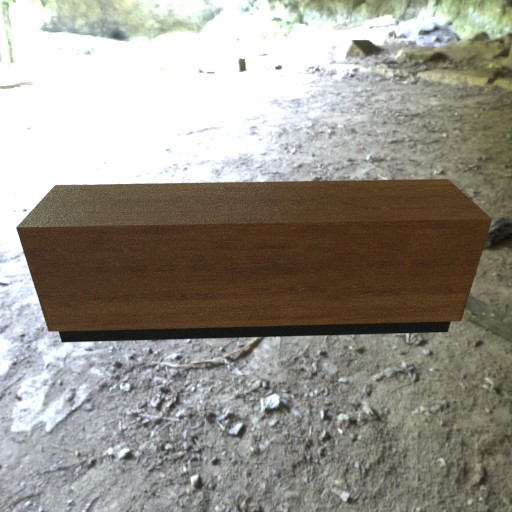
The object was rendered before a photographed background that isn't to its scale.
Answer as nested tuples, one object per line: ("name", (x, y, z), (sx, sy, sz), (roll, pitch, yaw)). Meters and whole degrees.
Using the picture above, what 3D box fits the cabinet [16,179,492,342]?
("cabinet", (0.000, 0.000, 1.798), (1.600, 0.510, 0.419), (-1, 31, -2))
